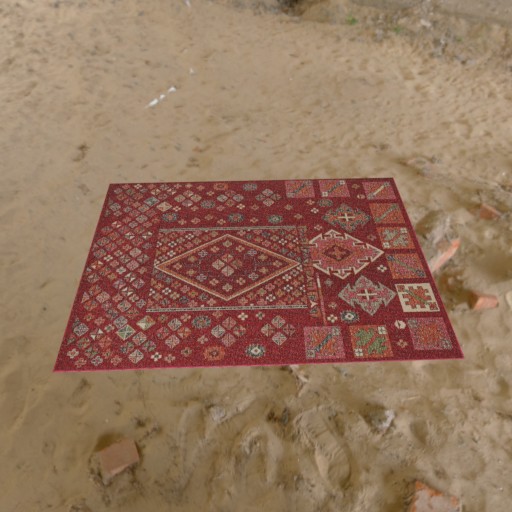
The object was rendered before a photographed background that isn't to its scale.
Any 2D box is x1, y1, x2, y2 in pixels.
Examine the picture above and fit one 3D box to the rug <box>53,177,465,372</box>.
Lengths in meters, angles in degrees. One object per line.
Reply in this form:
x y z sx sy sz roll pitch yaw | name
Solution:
0.000 0.000 4.353 3.306 0.011 2.389 -1 47 -1 | rug
